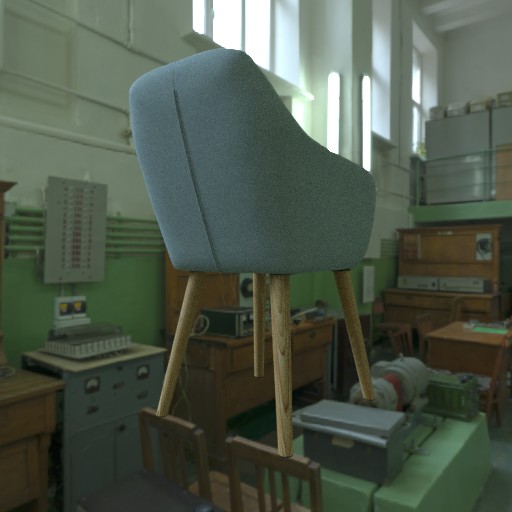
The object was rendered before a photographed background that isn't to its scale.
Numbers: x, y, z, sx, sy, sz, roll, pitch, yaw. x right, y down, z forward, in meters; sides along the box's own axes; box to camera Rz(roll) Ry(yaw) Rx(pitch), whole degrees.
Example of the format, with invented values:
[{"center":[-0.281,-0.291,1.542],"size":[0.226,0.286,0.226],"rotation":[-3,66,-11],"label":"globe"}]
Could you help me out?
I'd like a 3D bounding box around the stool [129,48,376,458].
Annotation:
[{"center":[0.000,0.000,1.173],"size":[0.503,0.830,0.590],"rotation":[0,1,36],"label":"stool"}]
